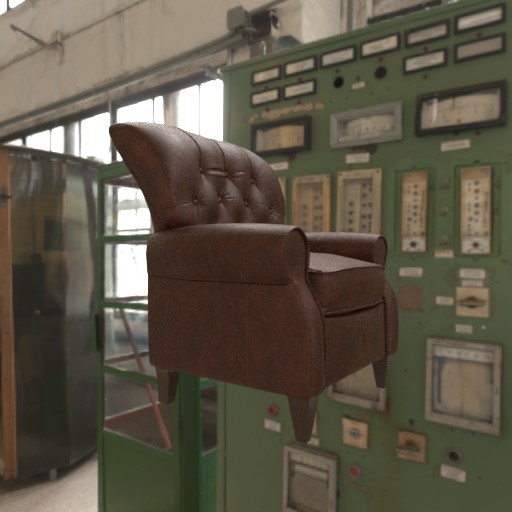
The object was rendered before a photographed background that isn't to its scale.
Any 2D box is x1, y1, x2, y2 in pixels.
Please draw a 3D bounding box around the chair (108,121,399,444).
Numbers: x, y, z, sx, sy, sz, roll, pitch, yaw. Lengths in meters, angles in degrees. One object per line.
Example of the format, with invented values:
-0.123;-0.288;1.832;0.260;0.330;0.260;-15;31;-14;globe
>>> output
0.000;0.000;1.933;1.031;1.162;0.979;0;0;36;chair
